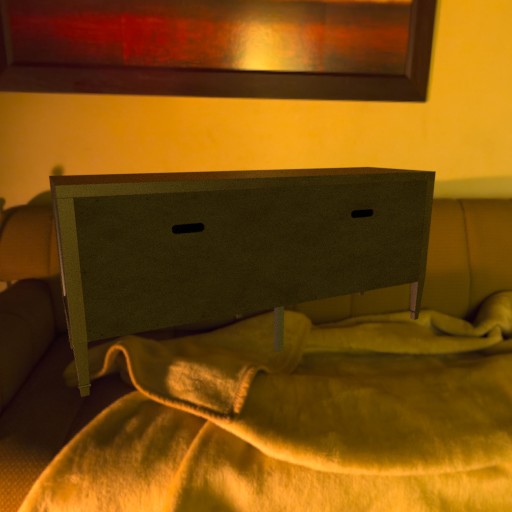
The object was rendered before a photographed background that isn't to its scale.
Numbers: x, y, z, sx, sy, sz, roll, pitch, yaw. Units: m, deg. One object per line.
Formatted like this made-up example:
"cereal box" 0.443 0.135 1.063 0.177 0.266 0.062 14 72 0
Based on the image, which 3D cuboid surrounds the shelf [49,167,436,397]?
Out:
"shelf" 0.000 0.000 1.956 1.575 0.719 0.479 -7 16 -26
